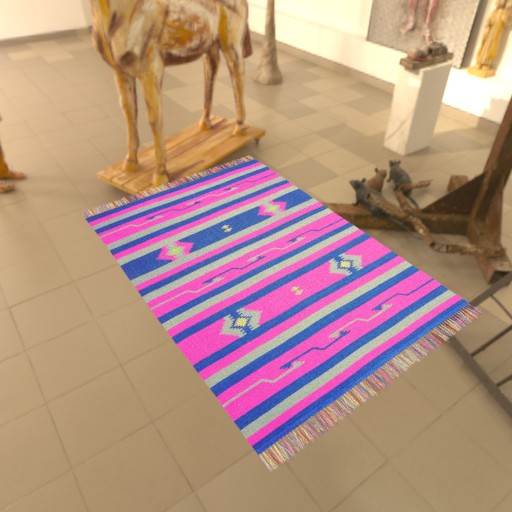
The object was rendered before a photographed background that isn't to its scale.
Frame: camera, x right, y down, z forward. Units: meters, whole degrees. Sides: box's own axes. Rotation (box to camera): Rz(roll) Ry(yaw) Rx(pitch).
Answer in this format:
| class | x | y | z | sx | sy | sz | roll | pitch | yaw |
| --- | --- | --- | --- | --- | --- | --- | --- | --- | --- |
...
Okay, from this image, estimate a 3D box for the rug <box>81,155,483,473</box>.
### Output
| class | x | y | z | sx | sy | sz | roll | pitch | yaw |
| --- | --- | --- | --- | --- | --- | --- | --- | --- | --- |
| rug | 0.000 | 0.000 | 2.902 | 1.539 | 0.013 | 2.350 | -25 | 47 | -26 |
